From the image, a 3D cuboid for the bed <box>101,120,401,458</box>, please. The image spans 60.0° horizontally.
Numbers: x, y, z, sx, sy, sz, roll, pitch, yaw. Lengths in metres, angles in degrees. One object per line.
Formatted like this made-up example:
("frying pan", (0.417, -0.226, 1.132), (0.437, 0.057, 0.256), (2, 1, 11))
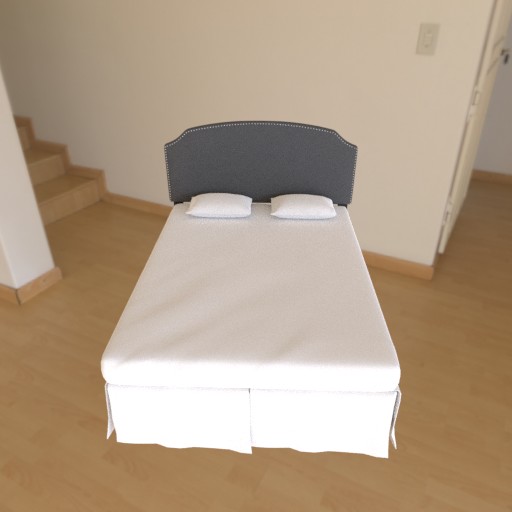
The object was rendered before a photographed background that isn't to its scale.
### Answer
("bed", (0.000, 0.000, 2.881), (1.558, 1.270, 1.999), (1, 30, 2))
